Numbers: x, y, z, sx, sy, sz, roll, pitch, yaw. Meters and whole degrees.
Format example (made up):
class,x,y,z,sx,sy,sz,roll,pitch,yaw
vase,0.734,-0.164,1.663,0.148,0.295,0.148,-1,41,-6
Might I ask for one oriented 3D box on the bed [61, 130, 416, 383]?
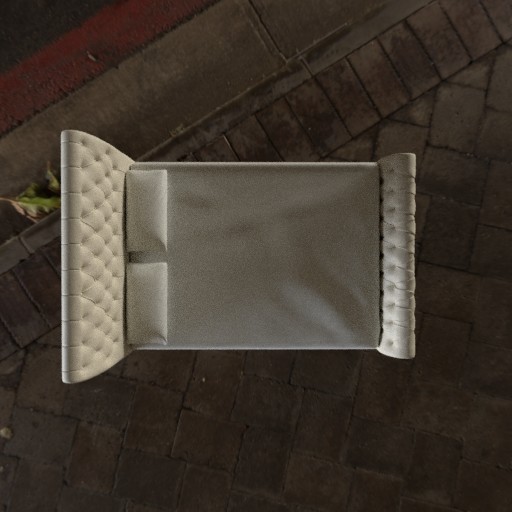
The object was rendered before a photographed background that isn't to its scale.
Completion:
class,x,y,z,sx,sy,sz,roll,pitch,yaw
bed,0.000,0.000,3.430,2.493,1.268,1.606,0,91,0
